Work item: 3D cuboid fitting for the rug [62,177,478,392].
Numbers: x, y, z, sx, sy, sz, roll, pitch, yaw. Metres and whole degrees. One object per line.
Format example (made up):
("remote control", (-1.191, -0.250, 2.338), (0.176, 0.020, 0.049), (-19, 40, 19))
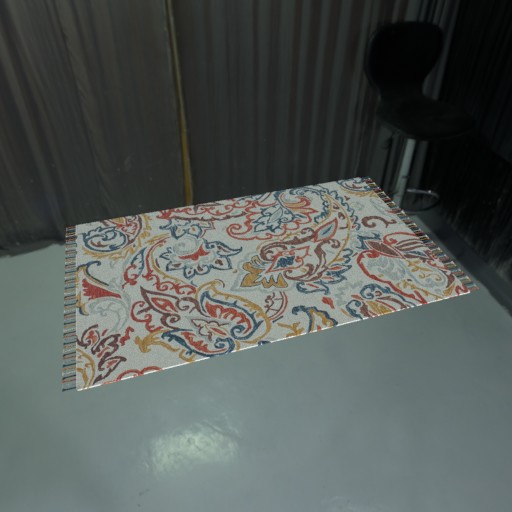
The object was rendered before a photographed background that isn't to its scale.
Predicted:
("rug", (0.000, 0.000, 3.147), (2.584, 0.010, 1.523), (-11, 42, -13))
